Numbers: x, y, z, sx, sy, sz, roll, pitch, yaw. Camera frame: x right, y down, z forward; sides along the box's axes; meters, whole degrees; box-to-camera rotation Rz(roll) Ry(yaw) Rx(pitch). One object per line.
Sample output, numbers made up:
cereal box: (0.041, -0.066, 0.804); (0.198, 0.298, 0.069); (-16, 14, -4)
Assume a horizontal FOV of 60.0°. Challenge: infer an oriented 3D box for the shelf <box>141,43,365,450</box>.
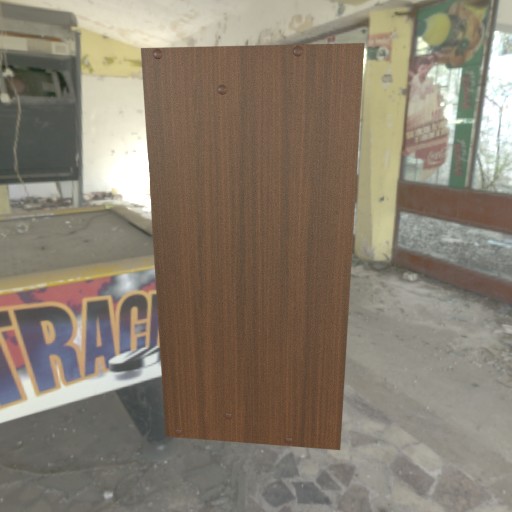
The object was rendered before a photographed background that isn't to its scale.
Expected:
shelf: (0.000, 0.000, 0.718); (0.290, 0.600, 0.147); (2, 16, 6)
